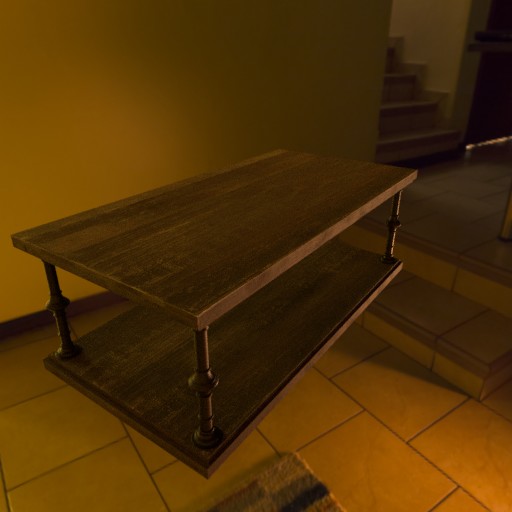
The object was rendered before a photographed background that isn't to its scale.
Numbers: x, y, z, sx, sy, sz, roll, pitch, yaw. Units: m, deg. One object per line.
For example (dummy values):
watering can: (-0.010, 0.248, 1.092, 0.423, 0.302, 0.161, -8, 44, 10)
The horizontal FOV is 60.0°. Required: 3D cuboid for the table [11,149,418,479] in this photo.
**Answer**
table: (0.000, 0.000, 1.312, 0.554, 0.373, 1.088, 17, 30, 32)
